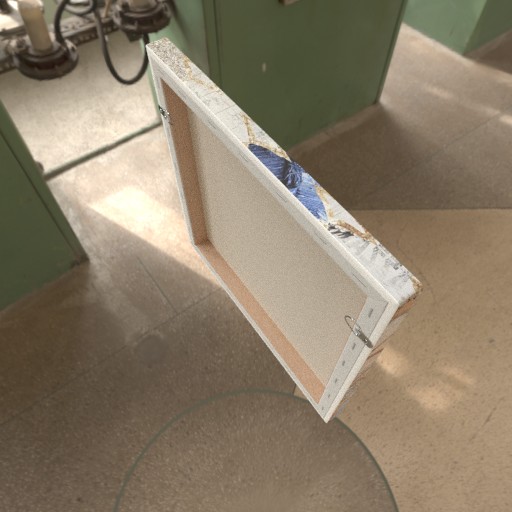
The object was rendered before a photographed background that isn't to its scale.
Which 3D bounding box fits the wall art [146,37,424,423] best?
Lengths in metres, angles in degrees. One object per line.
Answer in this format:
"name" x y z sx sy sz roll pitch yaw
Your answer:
"wall art" 0.000 0.000 0.741 0.038 0.508 0.507 -31 62 -18
